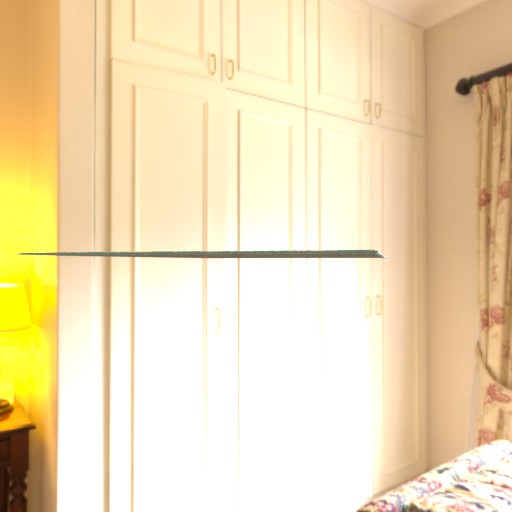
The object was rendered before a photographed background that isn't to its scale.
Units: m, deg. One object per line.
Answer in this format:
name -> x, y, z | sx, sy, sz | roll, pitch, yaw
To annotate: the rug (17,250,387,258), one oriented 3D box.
rug -> 0.000, 0.000, 2.795 | 1.554, 0.012, 2.205 | 0, -1, 17
